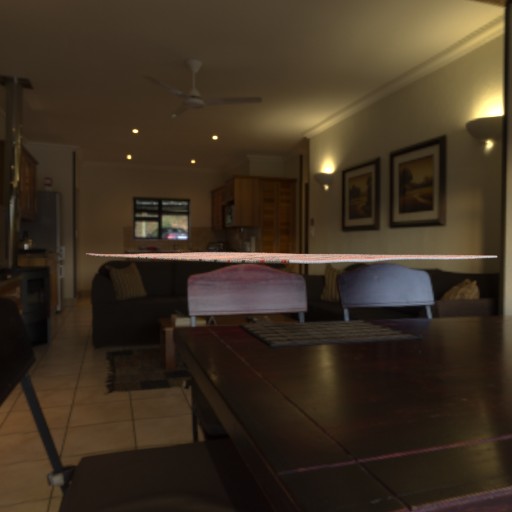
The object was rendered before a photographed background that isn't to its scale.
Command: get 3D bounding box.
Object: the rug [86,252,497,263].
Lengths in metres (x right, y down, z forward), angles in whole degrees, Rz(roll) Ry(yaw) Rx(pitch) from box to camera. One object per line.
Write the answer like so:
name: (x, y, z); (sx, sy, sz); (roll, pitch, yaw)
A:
rug: (0.000, 0.000, 2.979); (1.537, 0.029, 2.439); (-1, 1, -37)
